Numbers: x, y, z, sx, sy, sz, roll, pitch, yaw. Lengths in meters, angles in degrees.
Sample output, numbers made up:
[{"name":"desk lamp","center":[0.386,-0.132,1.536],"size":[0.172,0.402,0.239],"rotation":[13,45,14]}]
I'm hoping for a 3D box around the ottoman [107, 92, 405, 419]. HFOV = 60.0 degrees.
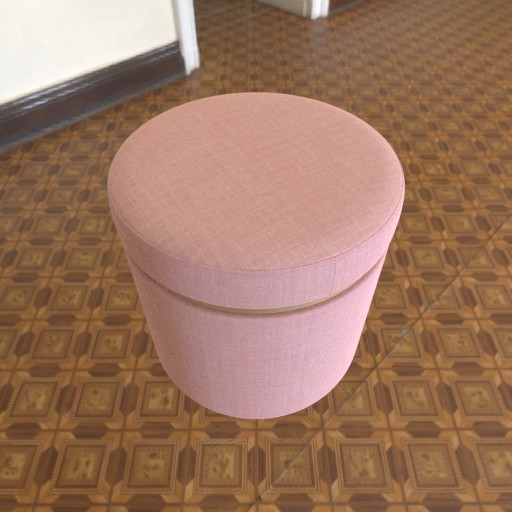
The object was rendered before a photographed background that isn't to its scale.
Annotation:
[{"name":"ottoman","center":[0.000,0.000,0.738],"size":[0.400,0.406,0.400],"rotation":[0,47,0]}]
